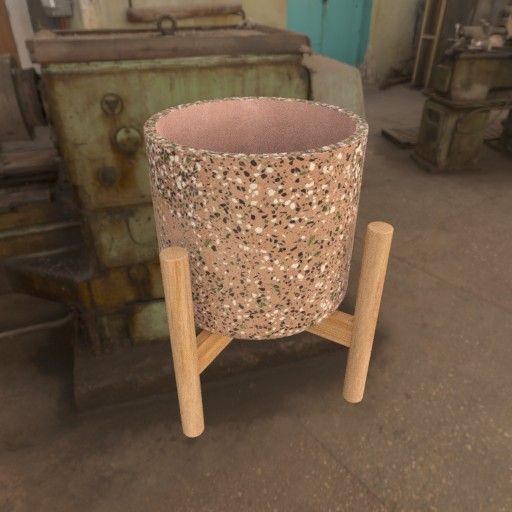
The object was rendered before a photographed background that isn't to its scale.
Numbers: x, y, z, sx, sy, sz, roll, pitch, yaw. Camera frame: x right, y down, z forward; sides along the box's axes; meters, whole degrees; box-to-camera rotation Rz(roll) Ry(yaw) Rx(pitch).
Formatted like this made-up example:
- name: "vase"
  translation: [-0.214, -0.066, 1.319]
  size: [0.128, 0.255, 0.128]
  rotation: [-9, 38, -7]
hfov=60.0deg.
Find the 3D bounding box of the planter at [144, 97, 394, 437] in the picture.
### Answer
- name: "planter"
  translation: [0.000, 0.000, 0.532]
  size: [0.284, 0.320, 0.284]
  rotation: [-21, 38, -30]
